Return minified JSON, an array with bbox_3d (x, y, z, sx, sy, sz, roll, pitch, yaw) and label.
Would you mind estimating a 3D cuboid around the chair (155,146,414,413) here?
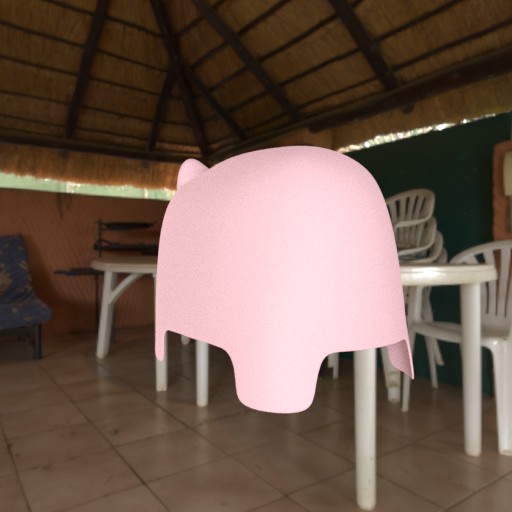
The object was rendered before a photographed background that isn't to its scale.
[{"bbox_3d":[0.000,0.000,0.898,0.364,0.423,0.619,0,1,-36],"label":"chair"}]
